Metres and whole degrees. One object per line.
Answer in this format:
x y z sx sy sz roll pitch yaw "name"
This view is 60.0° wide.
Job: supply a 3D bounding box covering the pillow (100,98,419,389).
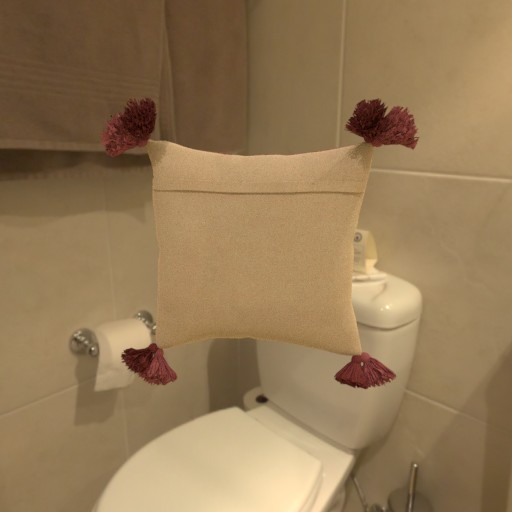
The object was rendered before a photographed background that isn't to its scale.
0.000 0.000 0.971 0.641 0.659 0.138 2 17 7 "pillow"
